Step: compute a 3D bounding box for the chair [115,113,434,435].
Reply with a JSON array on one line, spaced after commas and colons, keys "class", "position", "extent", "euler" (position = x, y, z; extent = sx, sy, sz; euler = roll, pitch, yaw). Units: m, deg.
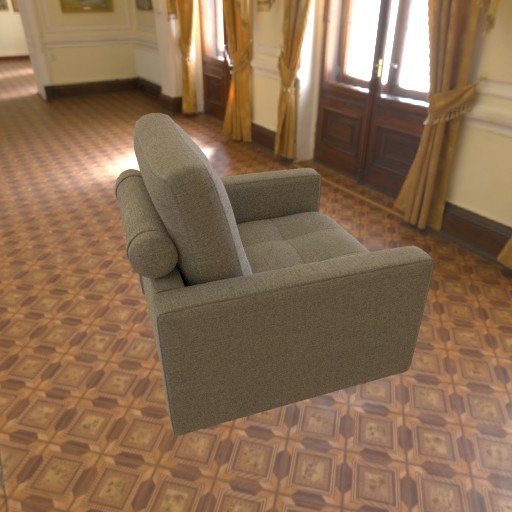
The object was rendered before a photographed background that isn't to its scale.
[{"class": "chair", "position": [0.000, 0.000, 1.521], "extent": [0.843, 0.880, 0.821], "euler": [-10, 32, -16]}]
